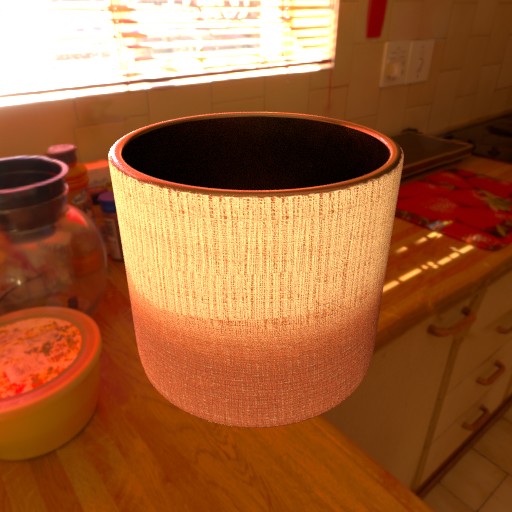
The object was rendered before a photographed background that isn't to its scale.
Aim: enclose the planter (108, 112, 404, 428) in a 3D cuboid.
[{"bbox_3d":[0.000,0.000,0.387,0.221,0.201,0.221,0,30,0],"label":"planter"}]
